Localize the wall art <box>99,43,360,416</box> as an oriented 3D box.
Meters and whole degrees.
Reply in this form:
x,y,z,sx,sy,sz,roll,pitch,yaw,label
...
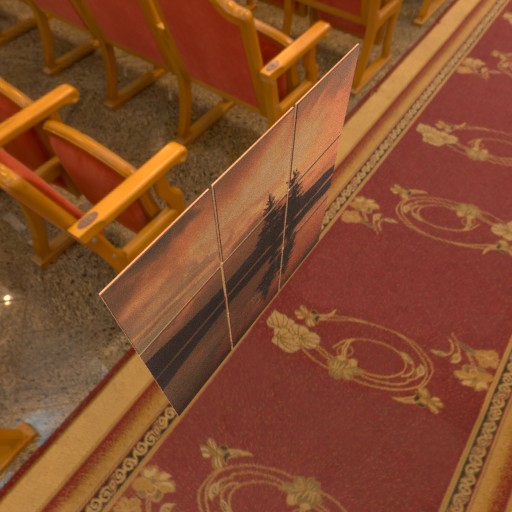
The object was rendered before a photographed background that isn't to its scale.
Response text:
x,y,z,sx,sy,sz,roll,pitch,yaw,label
0.000,0.000,2.249,0.013,1.525,1.520,32,63,18,wall art
